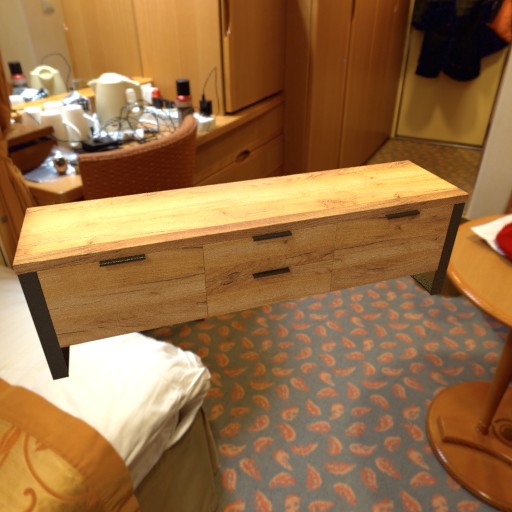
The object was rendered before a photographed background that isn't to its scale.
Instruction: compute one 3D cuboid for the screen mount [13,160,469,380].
[{"bbox_3d":[0.000,0.000,1.682,1.524,0.450,0.395,-10,33,-15],"label":"screen mount"}]
